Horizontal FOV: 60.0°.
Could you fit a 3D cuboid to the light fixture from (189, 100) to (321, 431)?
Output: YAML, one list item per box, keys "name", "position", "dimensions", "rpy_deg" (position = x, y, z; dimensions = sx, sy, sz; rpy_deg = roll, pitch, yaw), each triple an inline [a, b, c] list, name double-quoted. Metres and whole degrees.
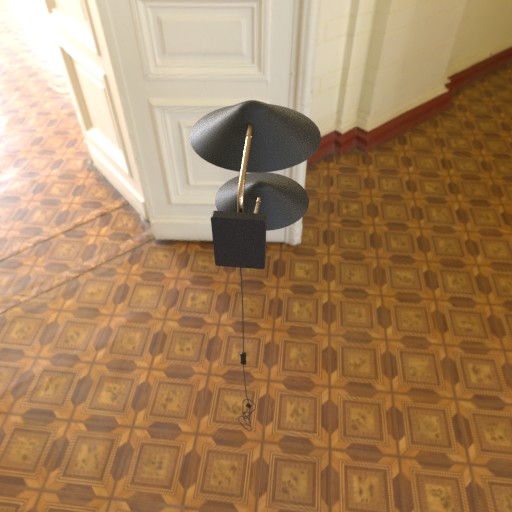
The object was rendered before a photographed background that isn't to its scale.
- name: "light fixture"
  position: [0.000, 0.000, 0.838]
  dimensions: [0.189, 0.665, 0.422]
  rpy_deg: [4, 47, 4]
